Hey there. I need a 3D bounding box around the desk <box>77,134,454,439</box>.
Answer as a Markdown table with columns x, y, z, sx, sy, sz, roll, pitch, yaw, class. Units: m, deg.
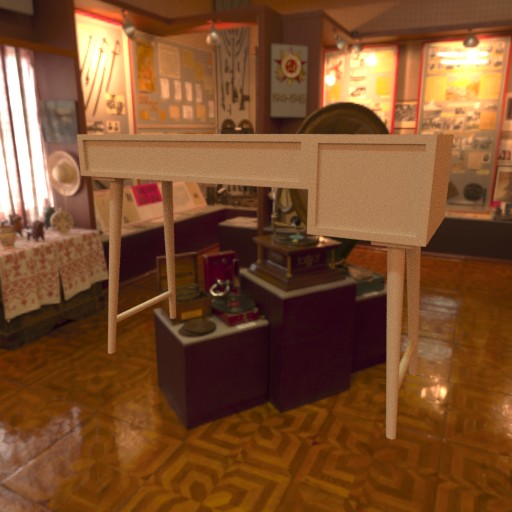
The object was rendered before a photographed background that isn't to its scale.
| x | y | z | sx | sy | sz | roll | pitch | yaw | class |
| --- | --- | --- | --- | --- | --- | --- | --- | --- | --- |
| 0.000 | 0.000 | 1.438 | 1.069 | 0.761 | 0.409 | 8 | 17 | 27 | desk |
